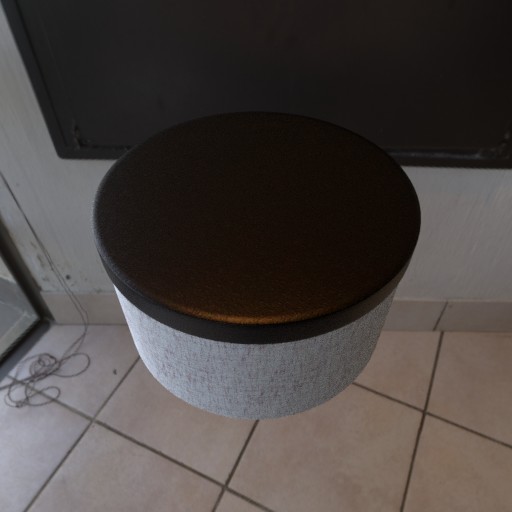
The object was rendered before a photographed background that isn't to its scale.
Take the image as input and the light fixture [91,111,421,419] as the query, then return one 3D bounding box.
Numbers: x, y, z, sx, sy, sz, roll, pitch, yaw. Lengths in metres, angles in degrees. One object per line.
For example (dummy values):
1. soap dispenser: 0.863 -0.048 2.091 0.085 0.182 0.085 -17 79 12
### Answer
1. light fixture: 0.000 0.000 0.620 0.389 0.229 0.389 0 46 0
